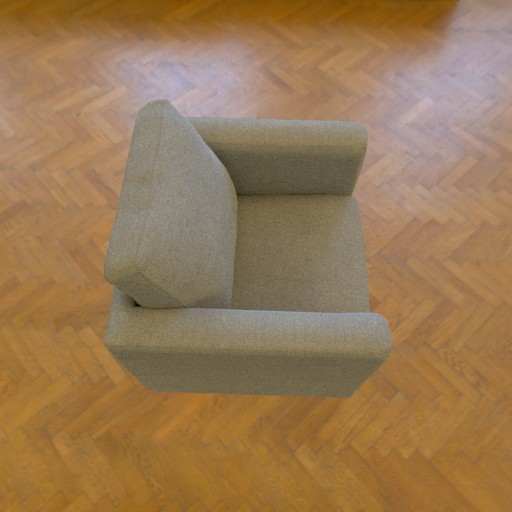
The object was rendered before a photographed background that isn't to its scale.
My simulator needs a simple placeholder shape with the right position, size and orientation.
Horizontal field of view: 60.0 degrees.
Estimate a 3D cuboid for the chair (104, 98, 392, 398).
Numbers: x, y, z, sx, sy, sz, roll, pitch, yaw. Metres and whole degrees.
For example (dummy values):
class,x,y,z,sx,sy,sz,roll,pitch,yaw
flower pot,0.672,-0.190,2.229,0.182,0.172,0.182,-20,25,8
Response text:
class,x,y,z,sx,sy,sz,roll,pitch,yaw
chair,0.000,0.000,1.570,0.800,0.927,0.855,1,62,1
